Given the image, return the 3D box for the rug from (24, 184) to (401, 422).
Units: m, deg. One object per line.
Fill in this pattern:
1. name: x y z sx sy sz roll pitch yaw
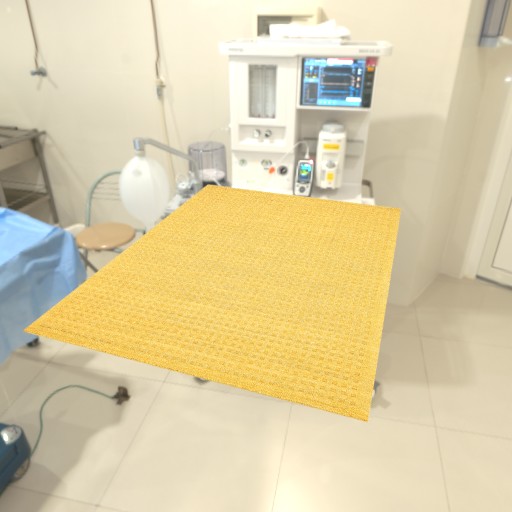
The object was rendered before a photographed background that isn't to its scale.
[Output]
1. rug: 0.000 0.000 4.233 2.486 0.015 3.242 10 31 17
